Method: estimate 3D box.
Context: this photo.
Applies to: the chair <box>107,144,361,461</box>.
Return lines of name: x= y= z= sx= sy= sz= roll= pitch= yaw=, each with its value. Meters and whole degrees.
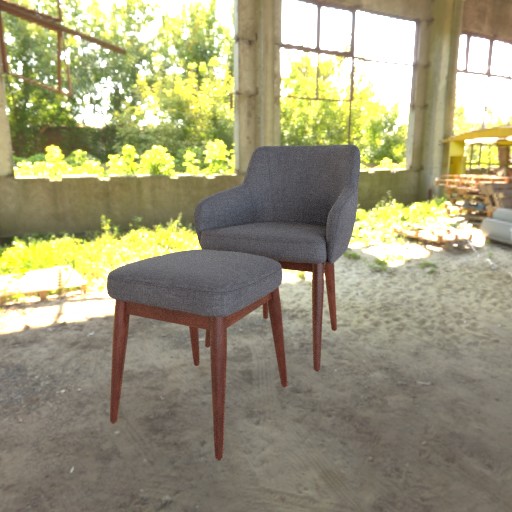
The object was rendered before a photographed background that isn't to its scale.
chair: x=0.000 y=0.000 z=1.570 sx=0.584 sy=0.799 sz=1.107 roll=6 pitch=13 yaw=26
